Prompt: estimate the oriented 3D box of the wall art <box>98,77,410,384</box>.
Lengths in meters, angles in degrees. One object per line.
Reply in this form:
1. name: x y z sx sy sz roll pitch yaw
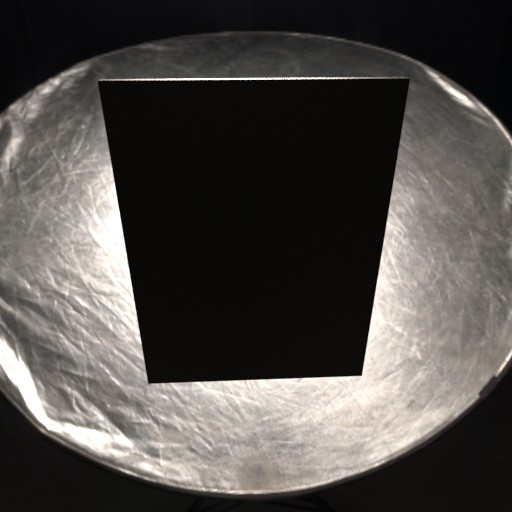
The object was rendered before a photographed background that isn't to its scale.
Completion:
1. wall art: 0.000 0.000 0.777 0.442 0.582 0.013 -1 30 -2
